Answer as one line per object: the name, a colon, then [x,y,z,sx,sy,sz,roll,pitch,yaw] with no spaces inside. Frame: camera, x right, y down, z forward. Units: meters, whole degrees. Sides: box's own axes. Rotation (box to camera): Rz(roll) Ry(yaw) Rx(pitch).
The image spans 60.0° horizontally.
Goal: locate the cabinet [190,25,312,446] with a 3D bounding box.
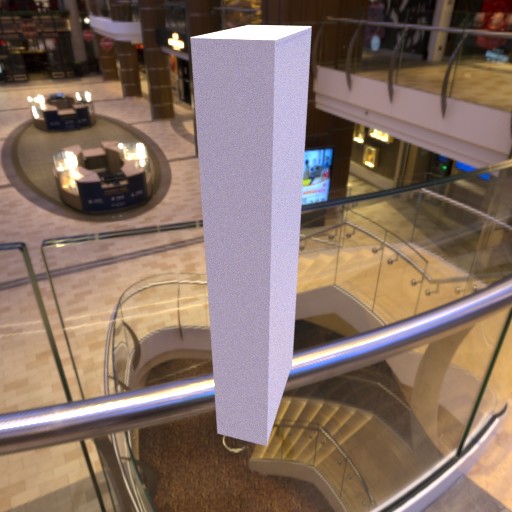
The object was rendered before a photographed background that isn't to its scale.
cabinet: [0.000,0.000,1.797,0.255,1.630,0.520,9,32,14]
